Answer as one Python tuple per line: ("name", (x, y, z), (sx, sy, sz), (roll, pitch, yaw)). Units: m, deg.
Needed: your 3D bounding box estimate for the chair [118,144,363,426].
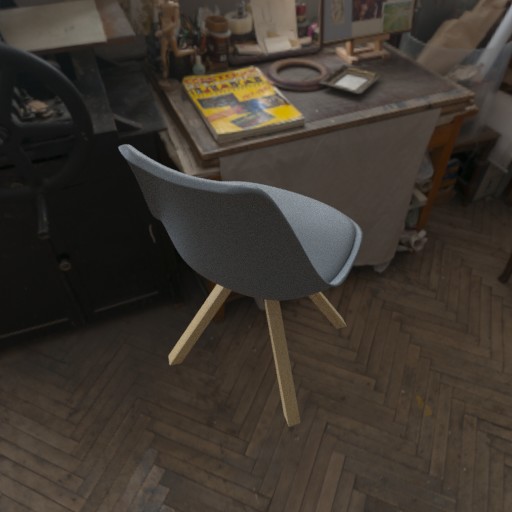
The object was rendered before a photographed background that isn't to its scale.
("chair", (0.000, 0.000, 1.144), (0.485, 0.850, 0.549), (21, 49, 19))
